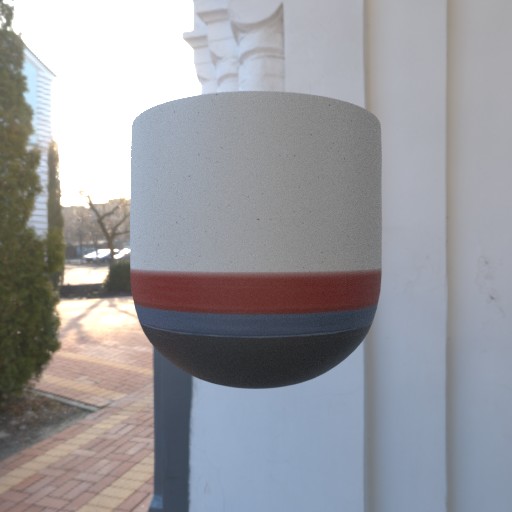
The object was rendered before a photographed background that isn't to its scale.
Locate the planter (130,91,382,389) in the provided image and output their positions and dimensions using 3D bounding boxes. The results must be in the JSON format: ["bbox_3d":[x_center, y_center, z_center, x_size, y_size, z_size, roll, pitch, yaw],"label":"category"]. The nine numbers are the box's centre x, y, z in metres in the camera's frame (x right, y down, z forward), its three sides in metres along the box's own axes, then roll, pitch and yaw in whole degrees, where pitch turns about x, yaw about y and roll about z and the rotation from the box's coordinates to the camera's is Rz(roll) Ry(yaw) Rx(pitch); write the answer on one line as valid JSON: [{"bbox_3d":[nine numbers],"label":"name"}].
[{"bbox_3d":[0.000,0.000,0.491,0.268,0.270,0.268,0,0,0],"label":"planter"}]
